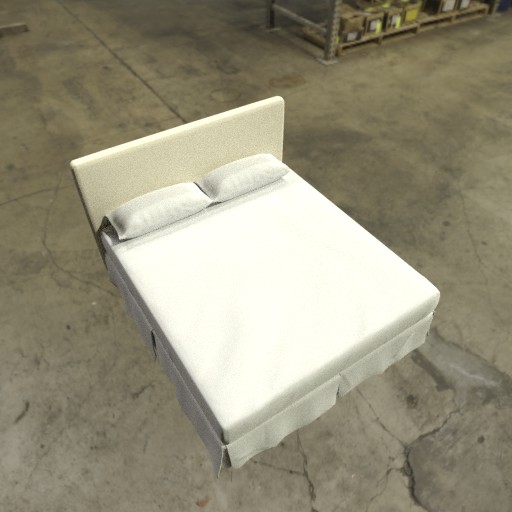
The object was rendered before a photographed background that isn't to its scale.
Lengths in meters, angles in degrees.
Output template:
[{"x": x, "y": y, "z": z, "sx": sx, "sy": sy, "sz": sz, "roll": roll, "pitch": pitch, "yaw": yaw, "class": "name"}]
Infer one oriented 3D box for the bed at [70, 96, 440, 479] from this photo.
[{"x": 0.000, "y": 0.000, "z": 3.643, "sx": 2.119, "sy": 1.317, "sz": 2.341, "roll": -25, "pitch": 51, "yaw": -23, "class": "bed"}]
